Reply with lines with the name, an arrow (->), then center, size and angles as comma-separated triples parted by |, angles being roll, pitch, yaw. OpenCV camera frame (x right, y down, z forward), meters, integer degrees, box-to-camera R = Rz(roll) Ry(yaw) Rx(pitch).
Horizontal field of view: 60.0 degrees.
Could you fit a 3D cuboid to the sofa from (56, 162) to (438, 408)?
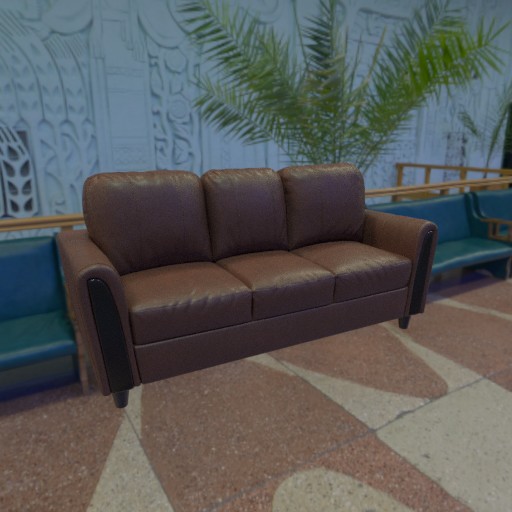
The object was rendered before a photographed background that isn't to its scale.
sofa -> 0.000, 0.000, 2.339 | 1.862, 0.915, 0.802 | -8, 17, -27
